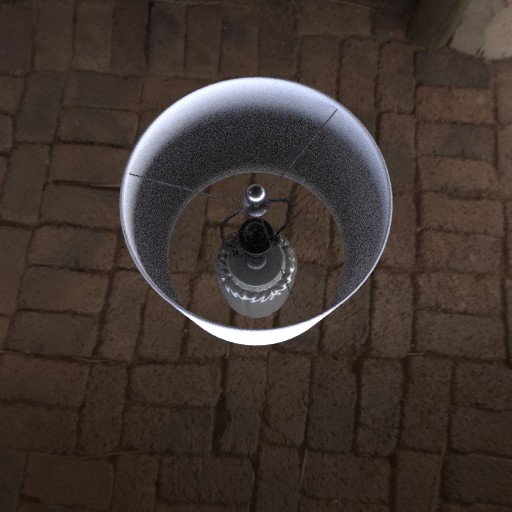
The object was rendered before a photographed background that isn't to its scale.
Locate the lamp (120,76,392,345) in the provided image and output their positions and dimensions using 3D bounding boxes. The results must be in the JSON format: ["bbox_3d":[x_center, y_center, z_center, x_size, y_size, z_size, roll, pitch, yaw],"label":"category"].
[{"bbox_3d":[0.000,0.000,0.512,0.203,0.389,0.203,-18,76,-5],"label":"lamp"}]
